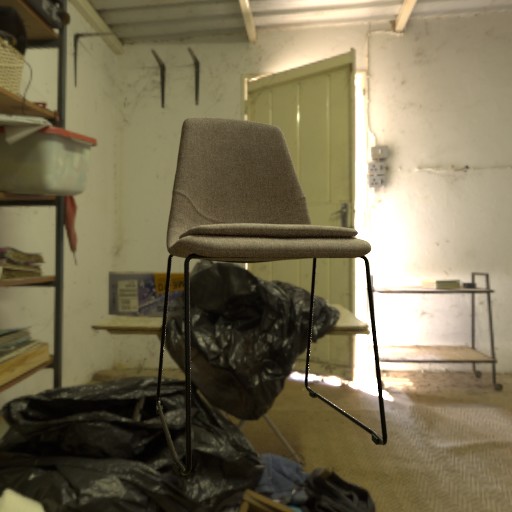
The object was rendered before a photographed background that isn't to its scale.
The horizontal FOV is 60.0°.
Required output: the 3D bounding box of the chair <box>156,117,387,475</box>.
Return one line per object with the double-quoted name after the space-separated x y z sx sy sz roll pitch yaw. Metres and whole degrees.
0.000 0.000 1.149 0.479 0.858 0.518 0 0 -18 "chair"
